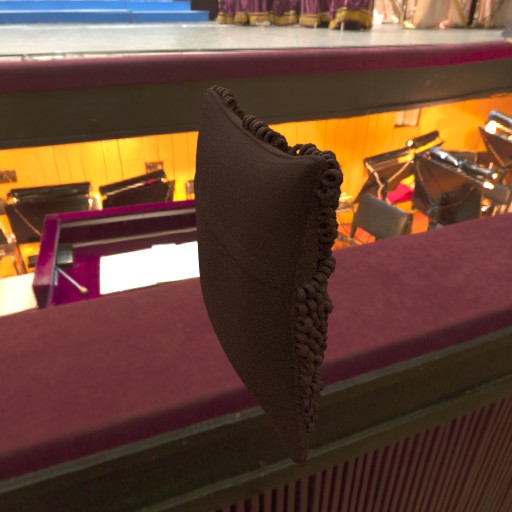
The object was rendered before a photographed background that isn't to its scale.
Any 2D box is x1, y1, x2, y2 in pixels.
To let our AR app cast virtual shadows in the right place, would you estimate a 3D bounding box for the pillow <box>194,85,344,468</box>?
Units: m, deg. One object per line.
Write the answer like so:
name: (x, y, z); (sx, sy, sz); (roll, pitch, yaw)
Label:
pillow: (0.000, 0.000, 0.730); (0.172, 0.467, 0.470); (-10, 32, -17)
